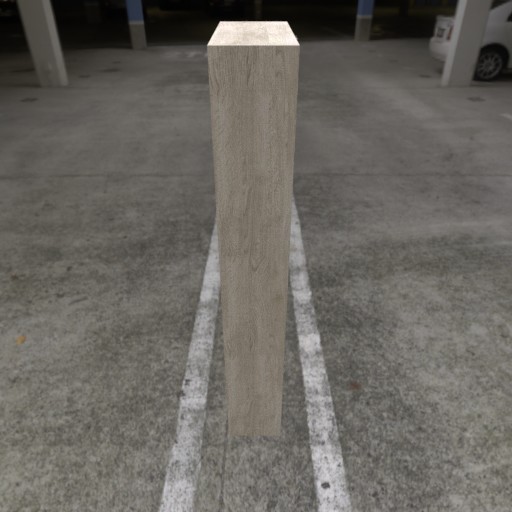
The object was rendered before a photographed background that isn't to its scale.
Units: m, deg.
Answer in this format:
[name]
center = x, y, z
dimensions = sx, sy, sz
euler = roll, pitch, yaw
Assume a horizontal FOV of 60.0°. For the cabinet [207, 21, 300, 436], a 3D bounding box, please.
[cabinet]
center = 0.000, 0.000, 1.791
dimensions = 0.250, 1.630, 0.520
euler = 0, 34, 0
